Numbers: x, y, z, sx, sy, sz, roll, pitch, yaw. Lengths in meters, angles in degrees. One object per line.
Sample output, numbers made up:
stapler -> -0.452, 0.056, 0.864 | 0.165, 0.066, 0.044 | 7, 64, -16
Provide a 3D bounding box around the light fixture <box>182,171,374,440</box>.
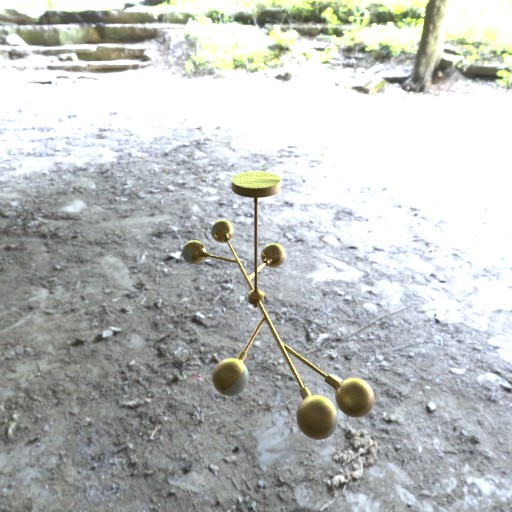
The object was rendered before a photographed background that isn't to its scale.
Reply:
light fixture -> 0.000, 0.000, 0.999 | 0.434, 0.362, 0.778 | 0, 30, 0
